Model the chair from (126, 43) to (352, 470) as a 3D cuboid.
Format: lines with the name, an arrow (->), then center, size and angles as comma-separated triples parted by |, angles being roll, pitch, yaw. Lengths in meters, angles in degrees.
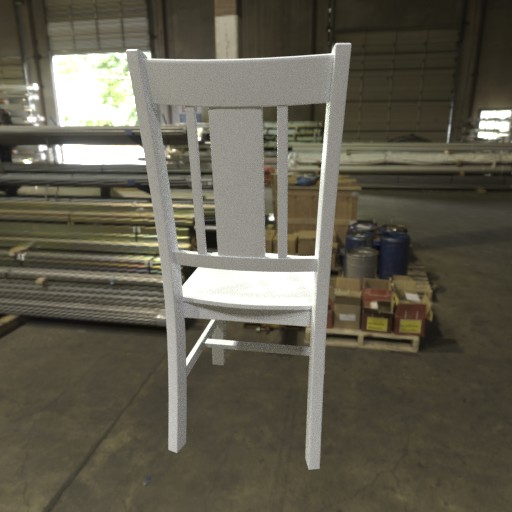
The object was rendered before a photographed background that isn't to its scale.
chair -> 0.000, 0.000, 1.243 | 0.450, 0.998, 0.555 | 3, 17, 9
